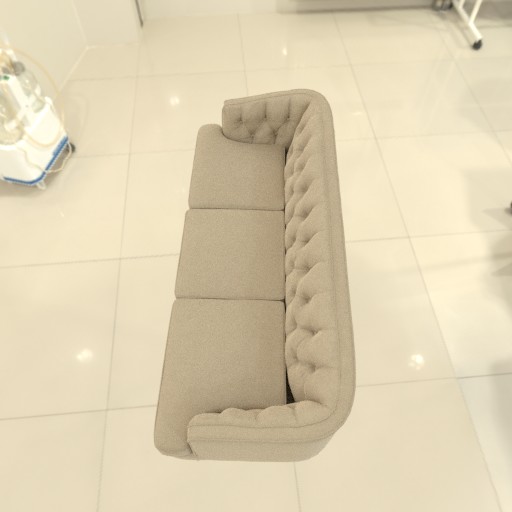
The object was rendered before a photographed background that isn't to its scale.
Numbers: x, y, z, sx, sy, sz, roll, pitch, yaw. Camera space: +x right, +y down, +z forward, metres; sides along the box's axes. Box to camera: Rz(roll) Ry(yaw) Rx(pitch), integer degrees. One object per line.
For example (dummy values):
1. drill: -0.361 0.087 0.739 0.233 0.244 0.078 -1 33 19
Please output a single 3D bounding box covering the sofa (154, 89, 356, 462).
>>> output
1. sofa: 0.000 0.000 2.724 0.941 0.855 2.278 2 57 1
